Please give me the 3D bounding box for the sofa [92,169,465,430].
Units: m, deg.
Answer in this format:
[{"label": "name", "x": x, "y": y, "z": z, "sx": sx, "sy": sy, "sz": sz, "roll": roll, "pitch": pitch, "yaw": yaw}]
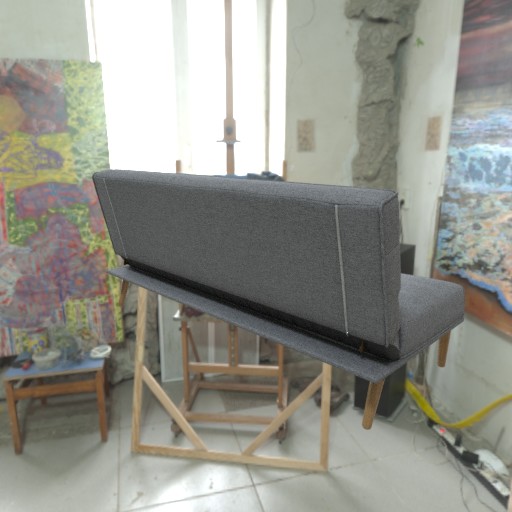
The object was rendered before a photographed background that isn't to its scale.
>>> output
[{"label": "sofa", "x": 0.000, "y": 0.000, "z": 2.249, "sx": 1.820, "sy": 0.830, "sz": 0.810, "roll": 14, "pitch": 20, "yaw": 43}]
